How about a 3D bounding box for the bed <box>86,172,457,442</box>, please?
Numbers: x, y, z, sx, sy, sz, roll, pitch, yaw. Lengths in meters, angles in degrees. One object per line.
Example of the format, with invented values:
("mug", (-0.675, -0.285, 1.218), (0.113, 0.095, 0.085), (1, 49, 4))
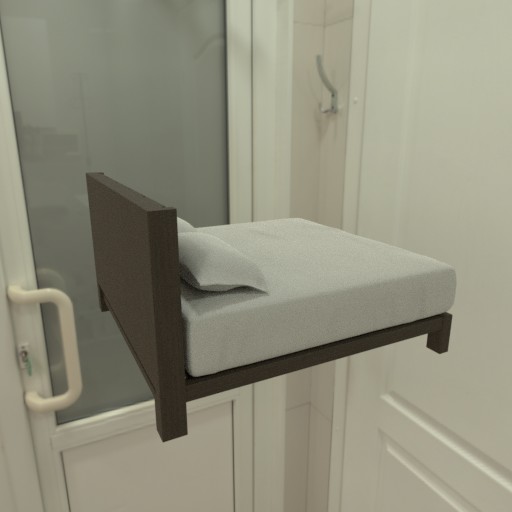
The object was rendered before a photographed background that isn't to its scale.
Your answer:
("bed", (0.000, 0.000, 3.619), (2.238, 1.261, 2.143), (-8, 18, -26))
